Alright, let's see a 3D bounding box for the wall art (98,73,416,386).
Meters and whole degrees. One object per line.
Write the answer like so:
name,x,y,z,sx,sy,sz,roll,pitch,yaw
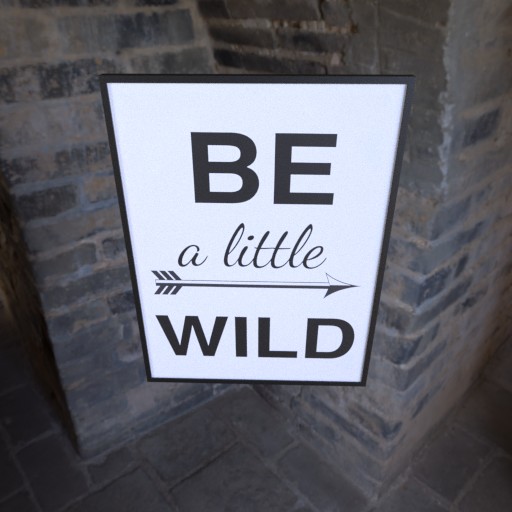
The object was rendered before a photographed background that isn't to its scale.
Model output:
wall art,0.000,0.000,1.395,0.806,1.062,0.038,1,29,1
